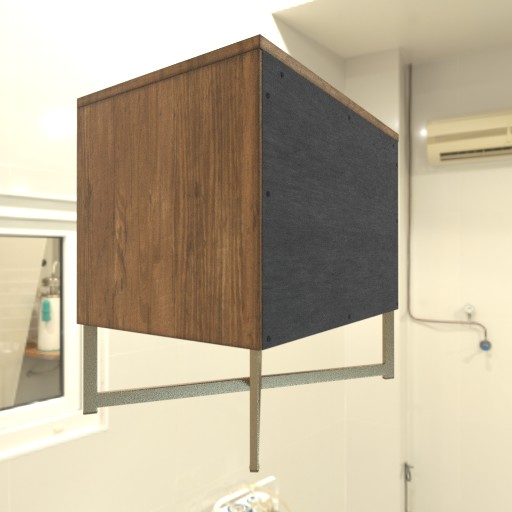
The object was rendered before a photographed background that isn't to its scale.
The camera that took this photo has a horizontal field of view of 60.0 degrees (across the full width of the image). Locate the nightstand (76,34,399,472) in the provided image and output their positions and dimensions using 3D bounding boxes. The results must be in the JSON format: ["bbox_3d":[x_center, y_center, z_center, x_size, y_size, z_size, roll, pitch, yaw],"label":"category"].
[{"bbox_3d":[0.000,0.000,0.985,0.446,0.610,0.610,0,0,35],"label":"nightstand"}]
